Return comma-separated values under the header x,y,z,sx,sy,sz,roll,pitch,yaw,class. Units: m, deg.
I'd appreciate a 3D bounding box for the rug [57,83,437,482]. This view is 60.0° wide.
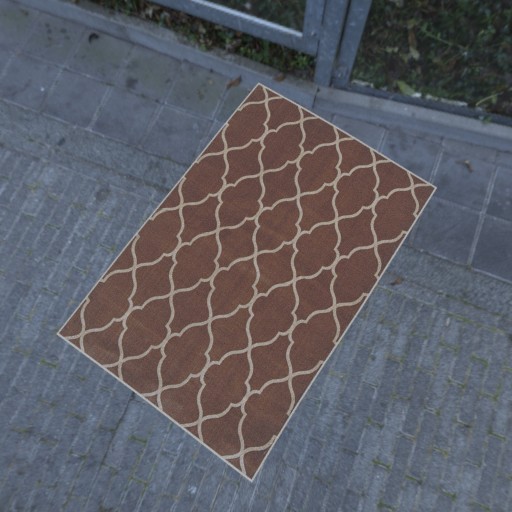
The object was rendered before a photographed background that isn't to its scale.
x,y,z,sx,sy,sz,roll,pitch,yaw,class
0.000,0.000,2.969,1.528,0.014,2.294,33,76,9,rug
